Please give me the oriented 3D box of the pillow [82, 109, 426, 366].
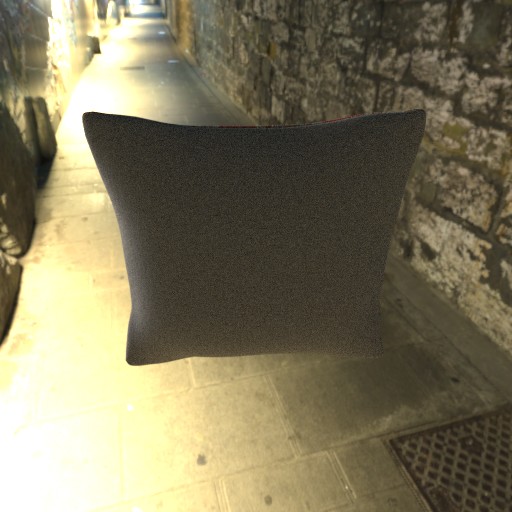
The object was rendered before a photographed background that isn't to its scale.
[{"bbox_3d":[0.000,0.000,0.653,0.437,0.419,0.136,-1,31,-2],"label":"pillow"}]
